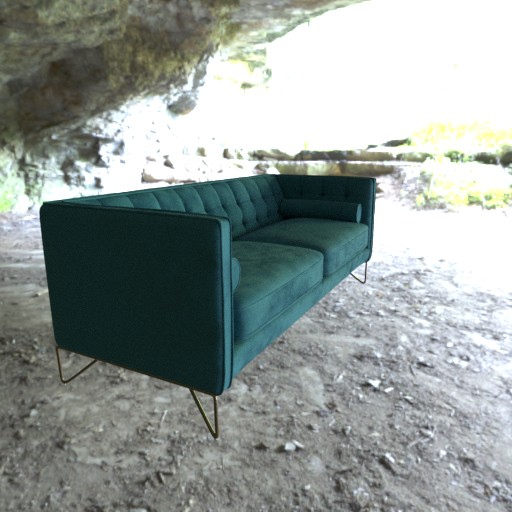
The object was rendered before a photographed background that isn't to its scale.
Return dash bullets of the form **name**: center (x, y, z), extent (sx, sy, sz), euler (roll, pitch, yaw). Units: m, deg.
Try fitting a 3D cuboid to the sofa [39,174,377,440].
- **sofa**: center (0.000, 0.000, 2.502), extent (0.867, 0.789, 2.087), euler (7, 16, 27)
